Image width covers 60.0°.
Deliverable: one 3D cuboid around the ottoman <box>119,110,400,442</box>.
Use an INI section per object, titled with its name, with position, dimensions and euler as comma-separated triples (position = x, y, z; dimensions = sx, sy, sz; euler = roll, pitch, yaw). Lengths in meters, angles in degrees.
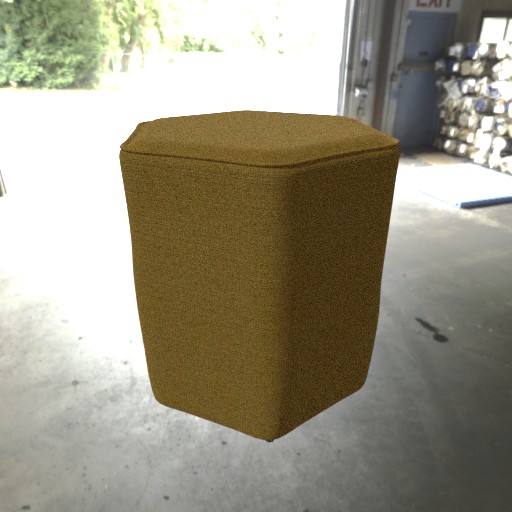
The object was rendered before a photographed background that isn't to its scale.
[ottoman]
position = 0.000, 0.000, 0.873
dimensions = 0.494, 0.502, 0.443
euler = -18, 31, -32
